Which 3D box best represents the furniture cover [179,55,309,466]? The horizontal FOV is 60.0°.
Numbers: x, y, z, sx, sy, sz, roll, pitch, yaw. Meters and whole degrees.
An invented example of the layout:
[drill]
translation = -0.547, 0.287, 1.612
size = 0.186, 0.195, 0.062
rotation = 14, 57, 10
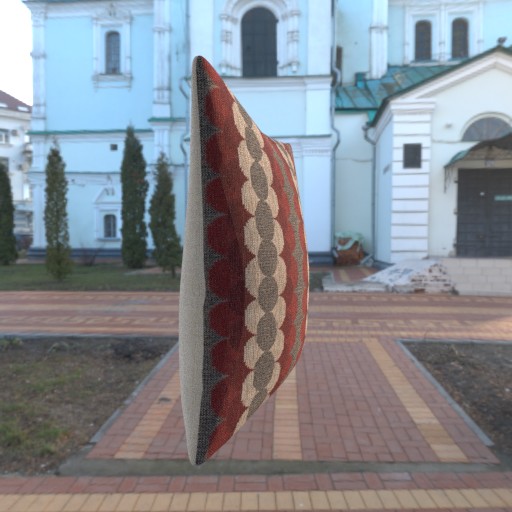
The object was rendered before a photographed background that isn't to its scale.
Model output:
[furniture cover]
translation = 0.000, 0.000, 0.649
size = 0.145, 0.420, 0.435
rotation = 1, 2, 17
